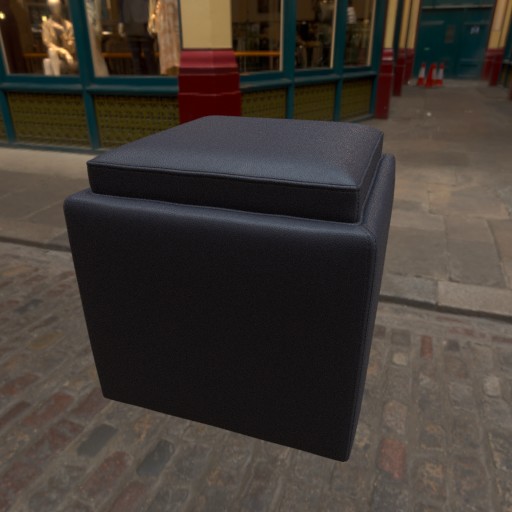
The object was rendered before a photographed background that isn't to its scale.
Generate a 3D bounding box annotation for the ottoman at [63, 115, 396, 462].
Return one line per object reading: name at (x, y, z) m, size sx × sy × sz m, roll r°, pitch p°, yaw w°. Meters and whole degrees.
ottoman at (0.000, 0.000, 0.815) m, size 0.451 × 0.460 × 0.450 m, roll 8°, pitch 27°, yaw 17°
